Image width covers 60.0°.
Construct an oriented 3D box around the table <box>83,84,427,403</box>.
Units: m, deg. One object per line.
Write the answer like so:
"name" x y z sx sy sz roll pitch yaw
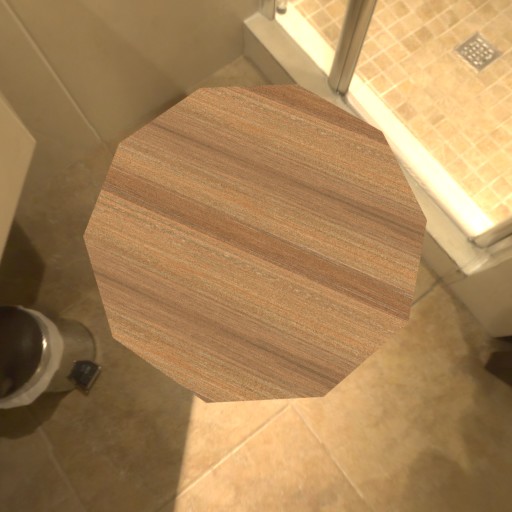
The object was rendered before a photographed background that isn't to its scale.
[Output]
"table" 0.000 0.000 1.891 1.186 0.752 1.186 0 75 0
